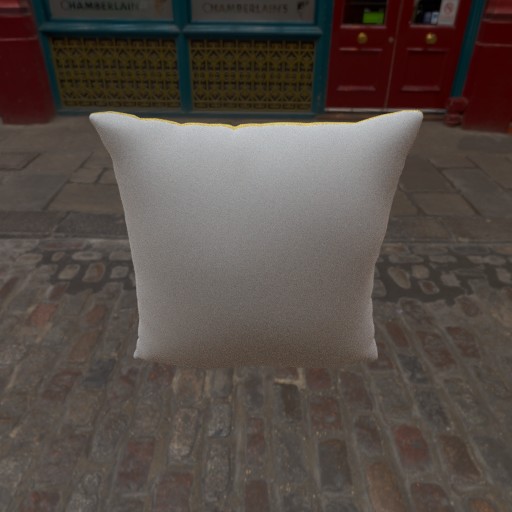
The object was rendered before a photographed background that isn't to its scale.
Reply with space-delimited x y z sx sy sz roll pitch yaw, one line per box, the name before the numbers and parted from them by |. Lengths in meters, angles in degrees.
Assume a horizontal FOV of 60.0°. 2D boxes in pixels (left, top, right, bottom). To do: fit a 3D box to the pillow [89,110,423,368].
pillow | 0.000 0.000 0.706 0.450 0.450 0.211 0 31 0
